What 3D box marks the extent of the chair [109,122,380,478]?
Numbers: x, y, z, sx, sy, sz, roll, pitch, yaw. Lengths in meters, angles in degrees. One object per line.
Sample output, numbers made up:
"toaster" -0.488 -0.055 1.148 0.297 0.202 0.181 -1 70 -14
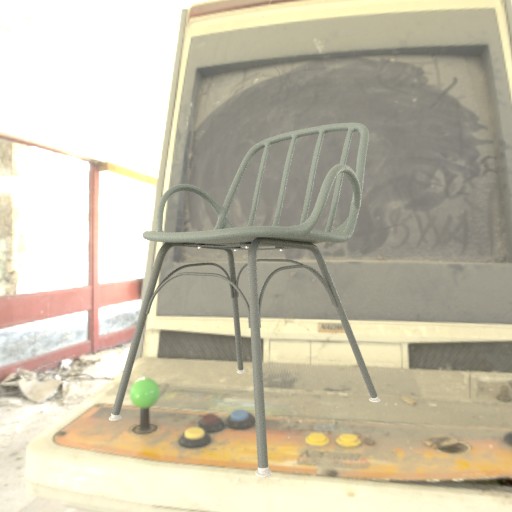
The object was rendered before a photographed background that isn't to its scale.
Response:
"chair" 0.000 0.000 1.198 0.549 0.816 0.597 1 1 37
